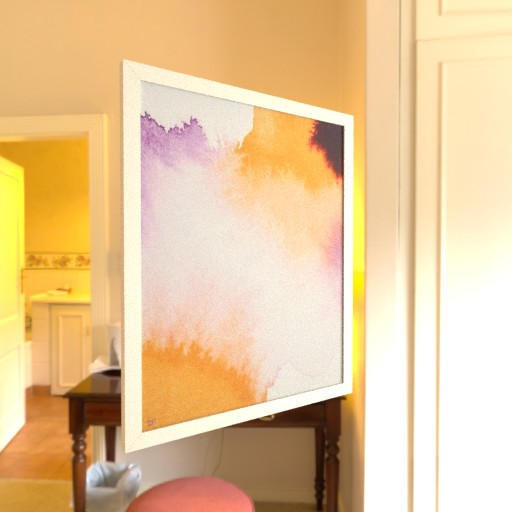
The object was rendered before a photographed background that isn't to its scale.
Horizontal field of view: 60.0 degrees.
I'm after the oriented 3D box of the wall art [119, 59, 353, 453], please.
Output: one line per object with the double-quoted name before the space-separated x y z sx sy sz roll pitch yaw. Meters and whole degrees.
"wall art" 0.000 0.000 0.627 0.382 0.456 0.013 -1 1 -35
